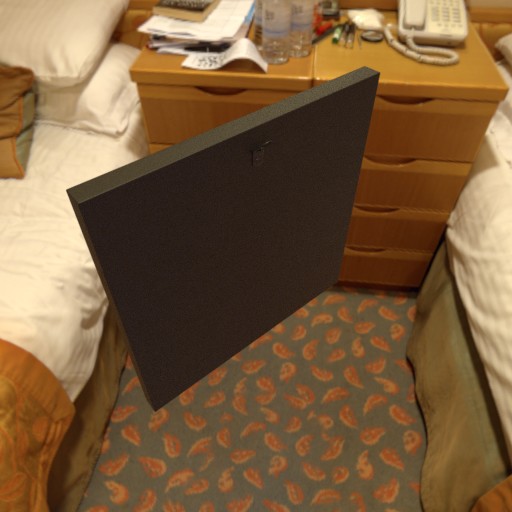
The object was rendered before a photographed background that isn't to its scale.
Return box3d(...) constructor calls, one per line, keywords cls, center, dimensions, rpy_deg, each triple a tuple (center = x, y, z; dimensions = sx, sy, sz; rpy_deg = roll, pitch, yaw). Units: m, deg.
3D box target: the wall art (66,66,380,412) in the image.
box3d(cls="wall art", center=(0.000, 0.000, 0.532), dimensions=(0.349, 0.349, 0.038), rpy_deg=(-31, 54, -27))
